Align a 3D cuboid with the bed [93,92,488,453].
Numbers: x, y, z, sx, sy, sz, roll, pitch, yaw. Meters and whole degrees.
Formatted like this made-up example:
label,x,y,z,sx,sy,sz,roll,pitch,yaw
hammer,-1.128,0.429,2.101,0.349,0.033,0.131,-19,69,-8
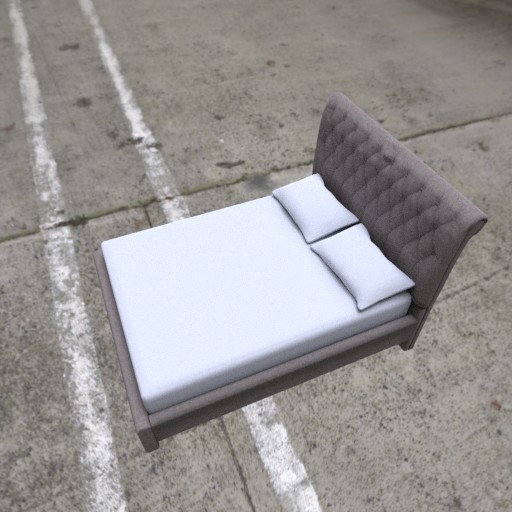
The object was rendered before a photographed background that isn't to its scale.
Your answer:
label,x,y,z,sx,sy,sz,roll,pitch,yaw
bed,0.000,0.000,3.254,2.252,1.371,1.645,-17,49,-16
